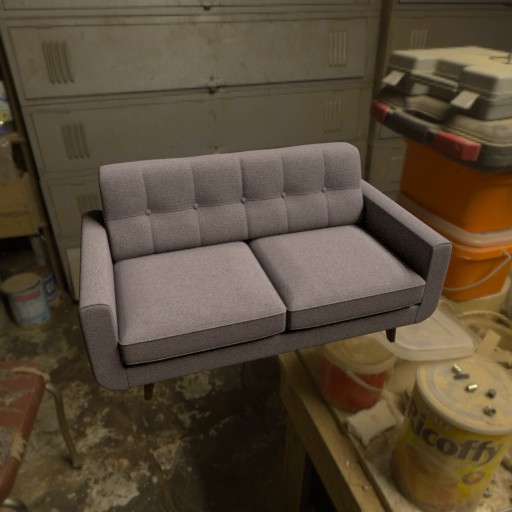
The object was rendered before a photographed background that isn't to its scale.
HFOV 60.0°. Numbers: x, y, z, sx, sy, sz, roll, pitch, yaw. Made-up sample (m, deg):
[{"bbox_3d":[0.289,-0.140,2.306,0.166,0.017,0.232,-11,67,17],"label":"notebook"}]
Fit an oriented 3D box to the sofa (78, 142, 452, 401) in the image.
[{"bbox_3d":[0.000,0.000,2.231,1.631,0.841,0.909,-9,32,-15],"label":"sofa"}]
